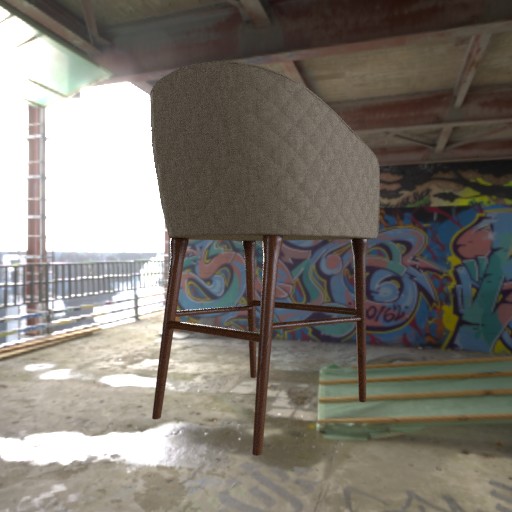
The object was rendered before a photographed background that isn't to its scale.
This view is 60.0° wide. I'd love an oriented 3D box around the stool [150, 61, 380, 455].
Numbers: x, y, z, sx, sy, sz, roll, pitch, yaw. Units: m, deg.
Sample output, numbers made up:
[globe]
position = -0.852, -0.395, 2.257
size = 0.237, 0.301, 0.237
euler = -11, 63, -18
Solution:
[stool]
position = 0.000, 0.000, 1.368
size = 0.559, 0.952, 0.635
euler = 0, 1, 38
